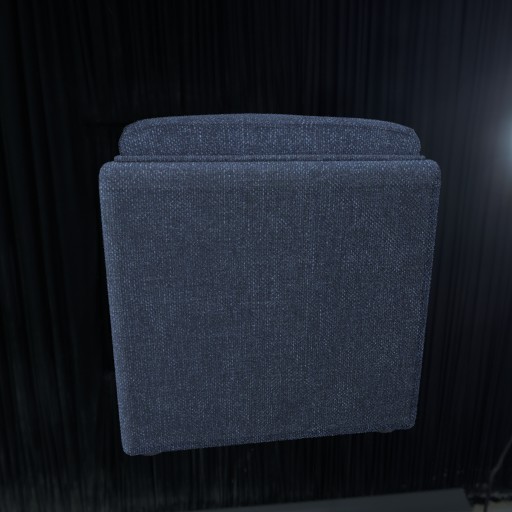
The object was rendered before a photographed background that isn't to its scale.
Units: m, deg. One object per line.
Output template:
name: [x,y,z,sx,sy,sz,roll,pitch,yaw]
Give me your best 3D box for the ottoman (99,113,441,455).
ottoman: [0.000,0.000,0.816,0.454,0.493,0.436,-2,15,-8]
